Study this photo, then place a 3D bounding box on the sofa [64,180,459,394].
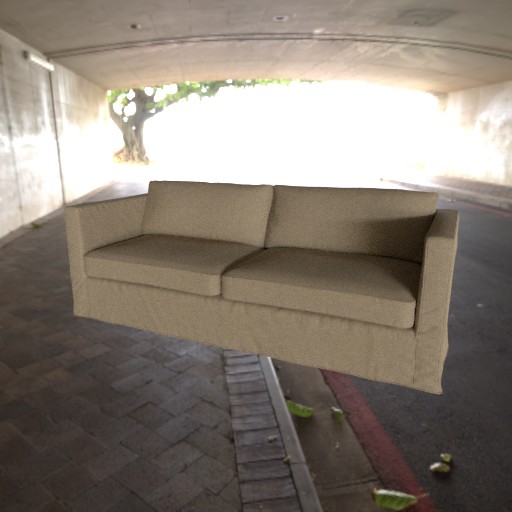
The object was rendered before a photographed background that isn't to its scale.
[{"bbox_3d":[0.000,0.000,2.768,2.296,0.847,0.956,7,16,24],"label":"sofa"}]
